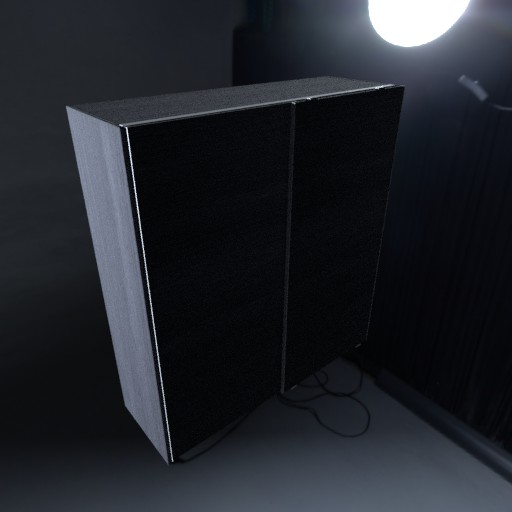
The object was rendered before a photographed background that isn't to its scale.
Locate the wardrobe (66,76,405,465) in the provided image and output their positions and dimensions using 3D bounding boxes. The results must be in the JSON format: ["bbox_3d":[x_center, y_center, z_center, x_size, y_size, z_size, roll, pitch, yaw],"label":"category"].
[{"bbox_3d":[0.000,0.000,2.818,1.780,1.960,0.629,-22,35,-34],"label":"wardrobe"}]
